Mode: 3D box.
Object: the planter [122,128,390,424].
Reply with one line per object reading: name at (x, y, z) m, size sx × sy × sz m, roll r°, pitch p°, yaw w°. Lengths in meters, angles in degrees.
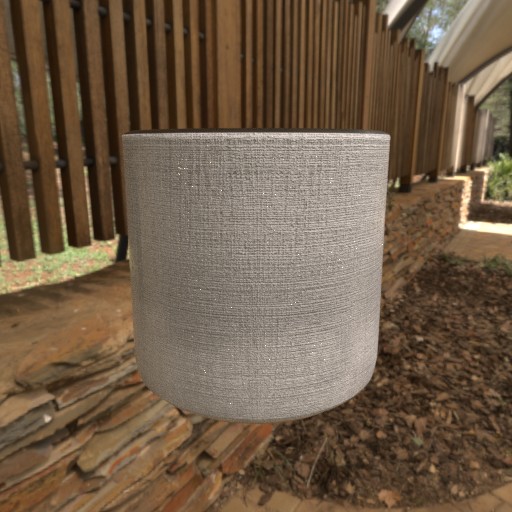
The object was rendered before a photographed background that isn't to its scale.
planter at (0.000, 0.000, 0.289) m, size 0.160 × 0.156 × 0.160 m, roll 0°, pitch 14°, yaw 0°
